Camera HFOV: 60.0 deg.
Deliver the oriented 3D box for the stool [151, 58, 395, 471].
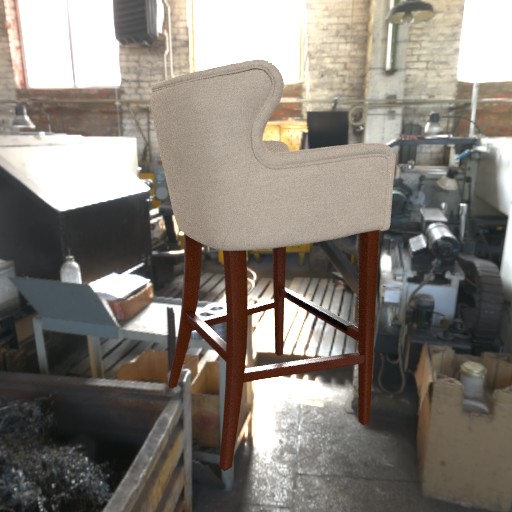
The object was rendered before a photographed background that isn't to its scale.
[{"bbox_3d":[0.000,0.000,1.358,0.563,1.034,0.556,-8,17,-27],"label":"stool"}]
